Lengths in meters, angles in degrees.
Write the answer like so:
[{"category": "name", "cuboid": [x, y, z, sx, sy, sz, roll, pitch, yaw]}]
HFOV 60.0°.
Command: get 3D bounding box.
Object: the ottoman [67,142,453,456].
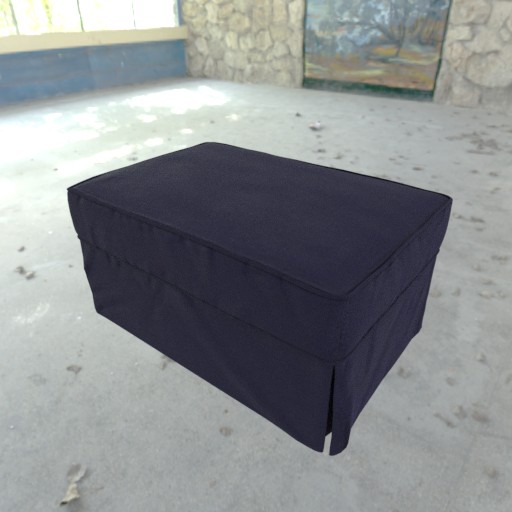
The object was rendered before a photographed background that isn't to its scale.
[{"category": "ottoman", "cuboid": [0.000, 0.000, 1.318, 0.938, 0.503, 0.637, 21, 36, 32]}]
